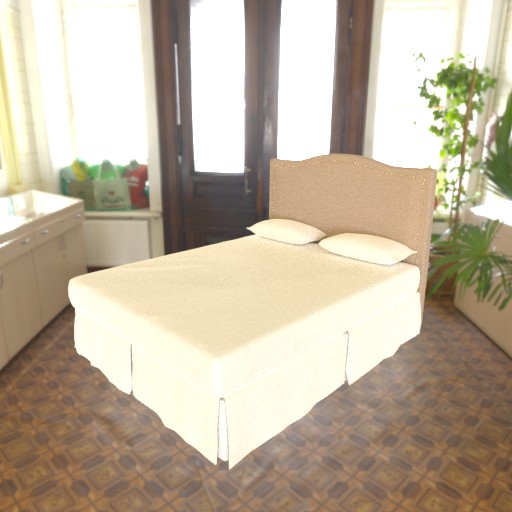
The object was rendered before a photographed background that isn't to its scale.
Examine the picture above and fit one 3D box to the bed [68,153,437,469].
[{"bbox_3d":[0.000,0.000,3.384,1.821,1.436,2.282,16,22,43],"label":"bed"}]
